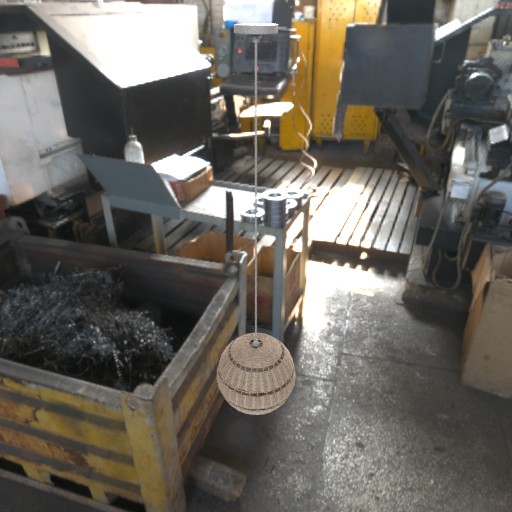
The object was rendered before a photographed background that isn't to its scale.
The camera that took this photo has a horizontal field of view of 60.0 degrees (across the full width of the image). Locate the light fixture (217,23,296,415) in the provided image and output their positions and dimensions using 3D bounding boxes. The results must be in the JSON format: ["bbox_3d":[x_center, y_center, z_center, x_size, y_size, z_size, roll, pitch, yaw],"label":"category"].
[{"bbox_3d":[0.000,0.000,2.179,0.457,2.019,0.457,-11,32,-18],"label":"light fixture"}]
